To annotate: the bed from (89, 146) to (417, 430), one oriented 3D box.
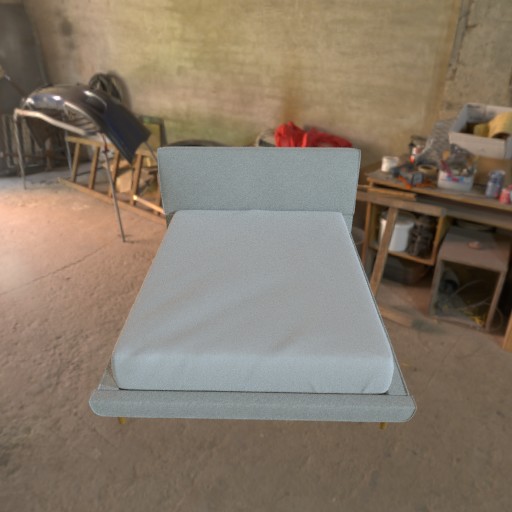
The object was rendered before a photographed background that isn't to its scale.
[{"bbox_3d":[0.000,0.000,3.583,1.980,1.126,2.498,1,29,1],"label":"bed"}]
